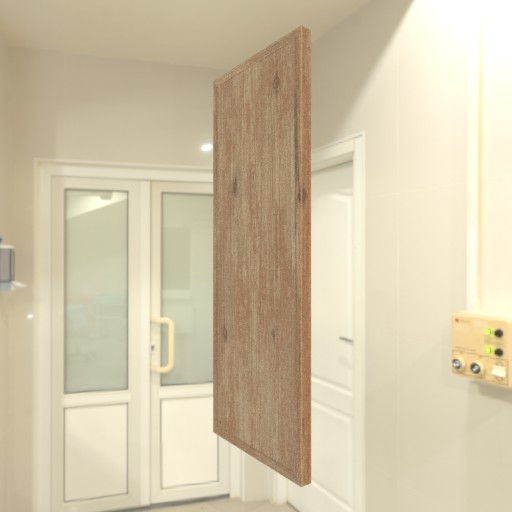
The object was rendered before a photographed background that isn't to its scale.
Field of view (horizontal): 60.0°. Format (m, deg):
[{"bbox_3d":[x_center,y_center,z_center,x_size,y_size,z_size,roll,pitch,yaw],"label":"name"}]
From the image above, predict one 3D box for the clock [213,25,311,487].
[{"bbox_3d":[0.000,0.000,1.078,0.030,0.965,0.361,0,0,-36],"label":"clock"}]
